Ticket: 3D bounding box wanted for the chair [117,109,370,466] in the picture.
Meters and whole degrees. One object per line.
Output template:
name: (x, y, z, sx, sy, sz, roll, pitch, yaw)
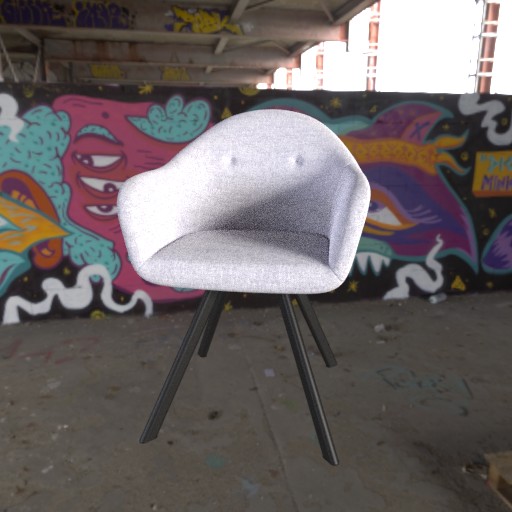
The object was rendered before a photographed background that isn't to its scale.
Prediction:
chair: (0.000, 0.000, 1.176, 0.540, 0.780, 0.570, 2, 14, 9)
